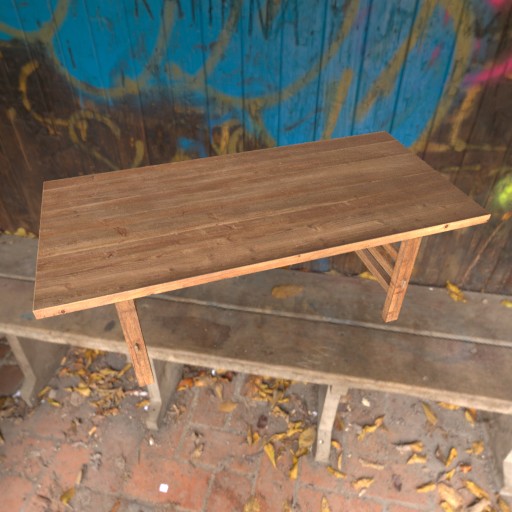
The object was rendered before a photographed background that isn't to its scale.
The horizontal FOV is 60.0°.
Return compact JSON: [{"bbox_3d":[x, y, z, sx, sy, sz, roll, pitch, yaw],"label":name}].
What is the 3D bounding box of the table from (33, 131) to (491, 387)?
[{"bbox_3d":[0.000,0.000,2.428,2.003,0.760,0.952,-12,42,-13],"label":"table"}]
